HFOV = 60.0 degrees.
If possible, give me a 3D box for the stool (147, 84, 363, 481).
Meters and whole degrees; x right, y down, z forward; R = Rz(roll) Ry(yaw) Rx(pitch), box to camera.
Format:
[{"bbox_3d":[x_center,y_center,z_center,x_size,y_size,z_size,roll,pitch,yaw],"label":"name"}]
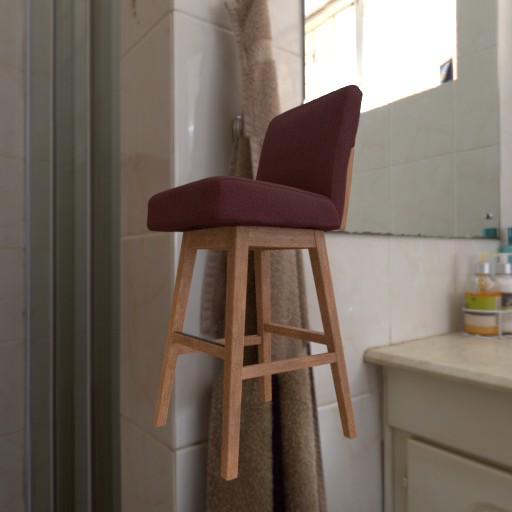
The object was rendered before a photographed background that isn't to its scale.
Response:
[{"bbox_3d":[0.000,0.000,1.401,0.562,1.093,0.468,0,-1,-35],"label":"stool"}]
